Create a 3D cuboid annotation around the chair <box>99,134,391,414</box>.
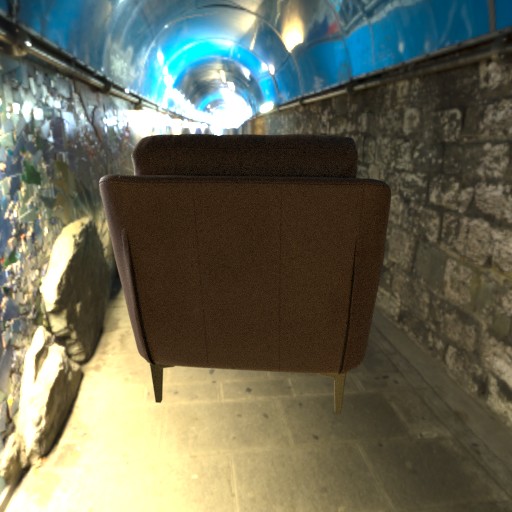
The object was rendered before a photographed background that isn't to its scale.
[{"bbox_3d":[0.000,0.000,1.685,0.988,0.895,0.963,2,15,6],"label":"chair"}]
